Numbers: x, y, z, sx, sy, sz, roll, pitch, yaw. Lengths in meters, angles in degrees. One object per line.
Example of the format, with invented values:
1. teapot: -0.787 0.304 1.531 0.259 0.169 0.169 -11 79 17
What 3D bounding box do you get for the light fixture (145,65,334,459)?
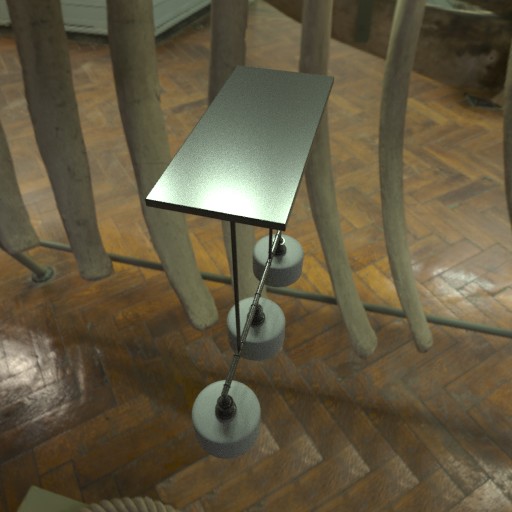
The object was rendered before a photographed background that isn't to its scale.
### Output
1. light fixture: 0.000 0.000 0.859 0.177 0.557 0.582 11 48 10
